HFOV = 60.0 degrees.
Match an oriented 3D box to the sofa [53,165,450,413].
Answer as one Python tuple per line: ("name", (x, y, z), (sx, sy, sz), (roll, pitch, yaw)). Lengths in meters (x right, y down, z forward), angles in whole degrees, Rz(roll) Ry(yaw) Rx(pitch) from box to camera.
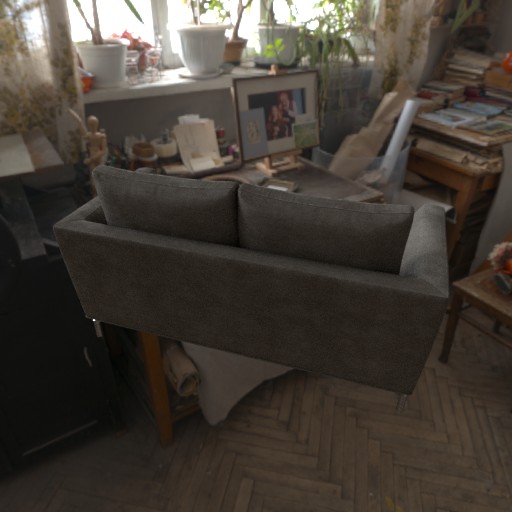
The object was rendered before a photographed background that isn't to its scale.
("sofa", (0.000, 0.000, 2.371), (1.832, 1.013, 0.855), (10, 33, 15))
